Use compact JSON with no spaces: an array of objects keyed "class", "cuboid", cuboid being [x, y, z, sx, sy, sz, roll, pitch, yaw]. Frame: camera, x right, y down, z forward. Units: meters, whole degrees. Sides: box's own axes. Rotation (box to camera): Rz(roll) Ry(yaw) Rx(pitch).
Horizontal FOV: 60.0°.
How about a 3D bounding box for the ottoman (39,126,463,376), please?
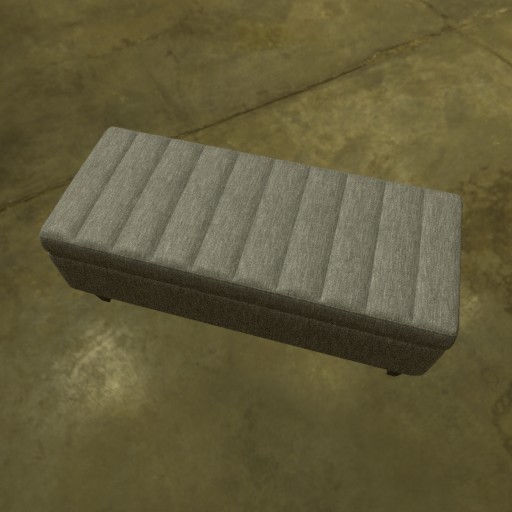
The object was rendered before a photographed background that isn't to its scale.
[{"class":"ottoman","cuboid":[0.000,0.000,1.438,1.151,0.469,0.482,13,58,8]}]
